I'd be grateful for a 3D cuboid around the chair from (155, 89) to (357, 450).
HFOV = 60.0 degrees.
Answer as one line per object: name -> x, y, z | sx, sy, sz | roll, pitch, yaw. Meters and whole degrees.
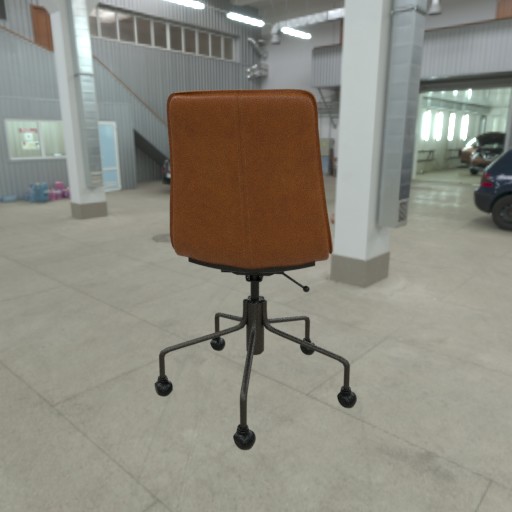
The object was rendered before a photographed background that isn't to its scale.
chair -> 0.000, 0.000, 1.379 | 0.651, 0.920, 0.660 | 2, 15, 6
